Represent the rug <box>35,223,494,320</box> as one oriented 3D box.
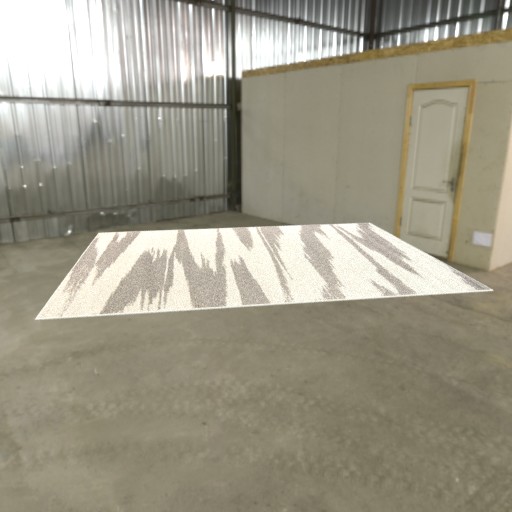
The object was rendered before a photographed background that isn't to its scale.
[{"bbox_3d":[0.000,0.000,2.750,2.142,0.010,1.533,-3,17,-9],"label":"rug"}]
